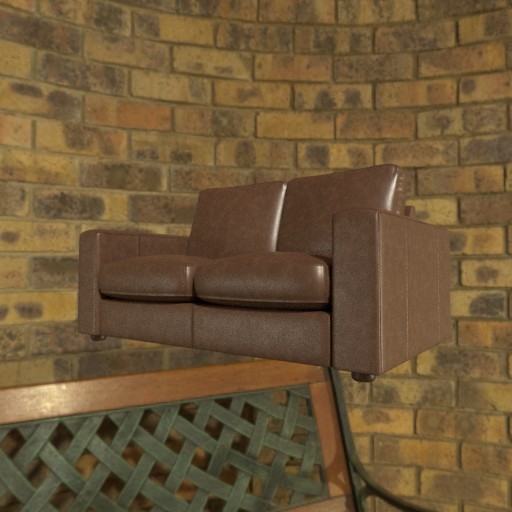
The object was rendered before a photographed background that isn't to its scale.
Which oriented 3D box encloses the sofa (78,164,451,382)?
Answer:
[{"bbox_3d":[0.000,0.000,2.217,1.616,0.873,1.016,-1,-2,35],"label":"sofa"}]
